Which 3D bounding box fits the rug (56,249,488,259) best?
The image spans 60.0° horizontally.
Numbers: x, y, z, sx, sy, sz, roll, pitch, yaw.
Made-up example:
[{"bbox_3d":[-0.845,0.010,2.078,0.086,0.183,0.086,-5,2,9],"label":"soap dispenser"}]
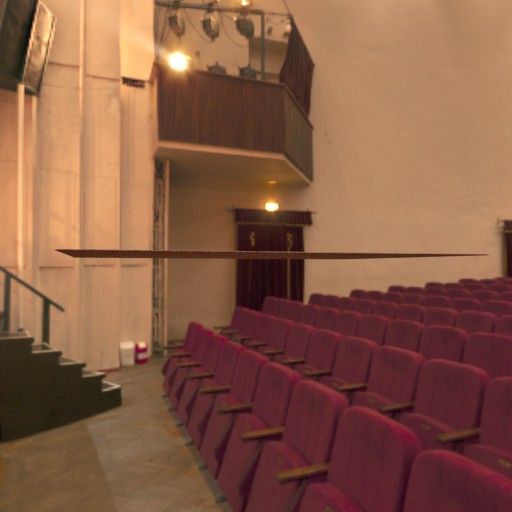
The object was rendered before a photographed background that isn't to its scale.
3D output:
[{"bbox_3d":[0.000,0.000,3.678,2.896,0.013,2.007,0,-1,-20],"label":"rug"}]
